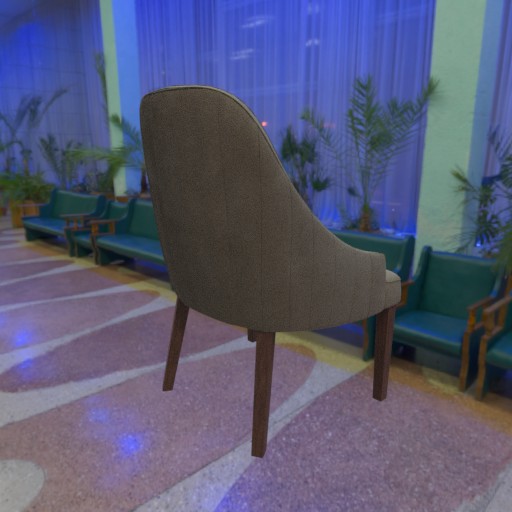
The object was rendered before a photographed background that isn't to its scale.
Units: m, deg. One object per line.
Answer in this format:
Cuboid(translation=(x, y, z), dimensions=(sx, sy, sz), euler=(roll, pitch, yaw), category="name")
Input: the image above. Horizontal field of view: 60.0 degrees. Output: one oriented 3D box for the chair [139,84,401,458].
Cuboid(translation=(0.000, 0.000, 1.292), dimensions=(0.575, 0.889, 0.643), euler=(-13, 19, -42), category="chair")
